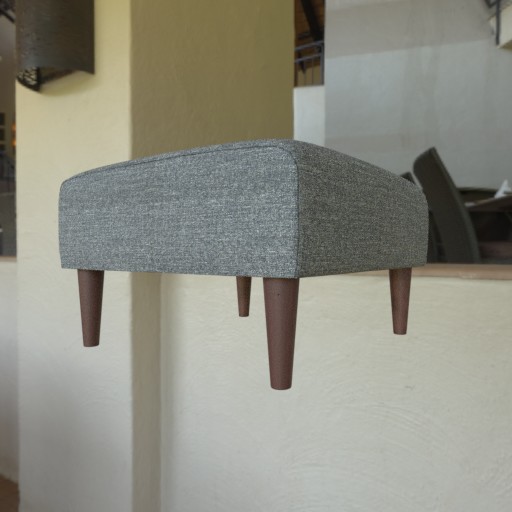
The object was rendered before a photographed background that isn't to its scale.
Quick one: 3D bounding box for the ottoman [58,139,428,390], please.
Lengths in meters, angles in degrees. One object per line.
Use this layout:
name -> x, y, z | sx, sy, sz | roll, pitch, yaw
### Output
ottoman -> 0.000, 0.000, 1.057 | 0.648, 0.399, 0.655 | 1, 1, 37
